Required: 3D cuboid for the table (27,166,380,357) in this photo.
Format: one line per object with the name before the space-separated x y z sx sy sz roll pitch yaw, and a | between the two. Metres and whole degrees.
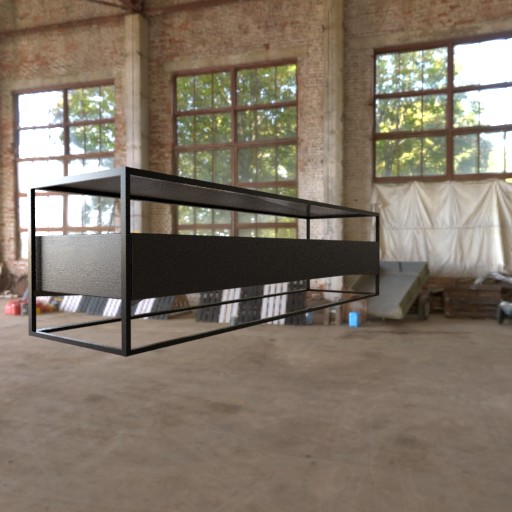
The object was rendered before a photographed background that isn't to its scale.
table | 0.000 0.000 1.638 0.399 0.395 1.486 1 1 35
